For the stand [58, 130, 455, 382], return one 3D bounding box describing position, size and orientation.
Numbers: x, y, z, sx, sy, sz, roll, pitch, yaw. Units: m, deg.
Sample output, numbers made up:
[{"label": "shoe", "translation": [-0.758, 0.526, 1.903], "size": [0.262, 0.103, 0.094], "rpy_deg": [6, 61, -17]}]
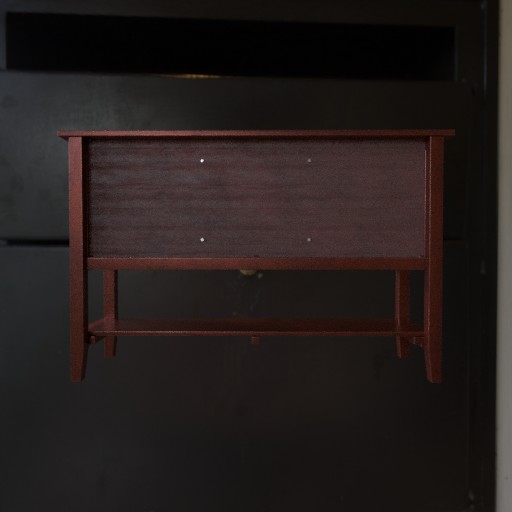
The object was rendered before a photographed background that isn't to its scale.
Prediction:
[{"label": "stand", "translation": [0.000, 0.000, 1.732], "size": [1.362, 0.872, 0.410], "rpy_deg": [0, 1, 1]}]
